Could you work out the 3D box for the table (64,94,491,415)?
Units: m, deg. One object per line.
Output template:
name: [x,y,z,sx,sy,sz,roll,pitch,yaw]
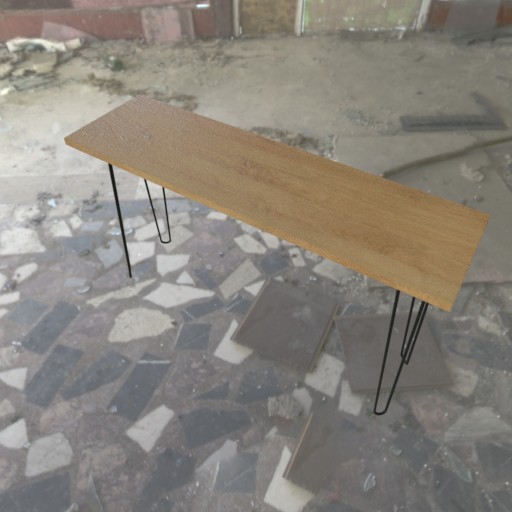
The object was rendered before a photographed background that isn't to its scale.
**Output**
table: [0.000,0.000,1.748,1.400,0.799,0.399,25,51,22]
